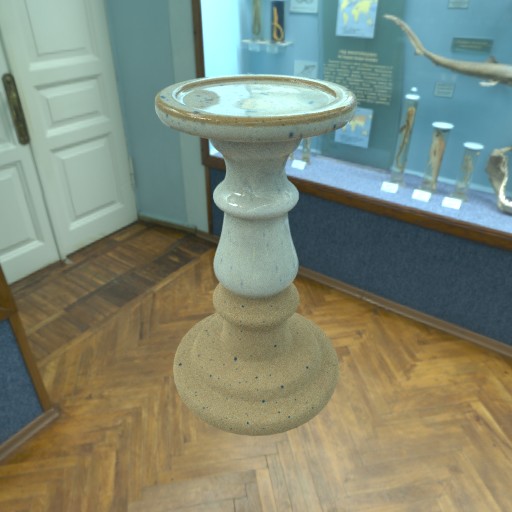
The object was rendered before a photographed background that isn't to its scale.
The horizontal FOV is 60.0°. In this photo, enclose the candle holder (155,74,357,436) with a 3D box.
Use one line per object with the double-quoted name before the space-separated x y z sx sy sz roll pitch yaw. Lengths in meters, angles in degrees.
"candle holder" 0.000 0.000 0.284 0.123 0.202 0.123 0 32 0
